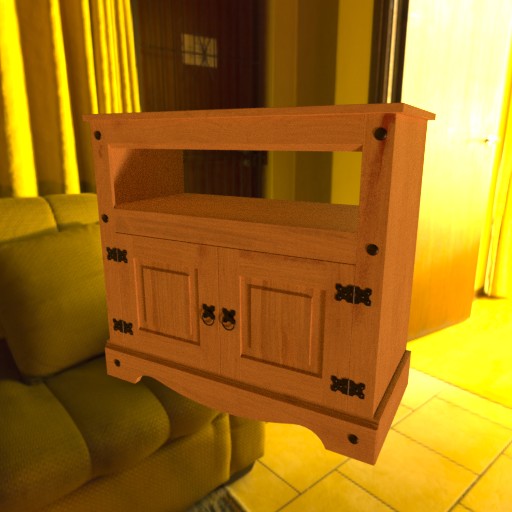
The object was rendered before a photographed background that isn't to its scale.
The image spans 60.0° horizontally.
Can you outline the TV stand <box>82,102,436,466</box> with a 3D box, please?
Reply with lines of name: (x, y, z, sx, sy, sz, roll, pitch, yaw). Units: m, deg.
TV stand: (0.000, 0.000, 1.288, 0.851, 0.787, 0.430, 8, 17, 28)
